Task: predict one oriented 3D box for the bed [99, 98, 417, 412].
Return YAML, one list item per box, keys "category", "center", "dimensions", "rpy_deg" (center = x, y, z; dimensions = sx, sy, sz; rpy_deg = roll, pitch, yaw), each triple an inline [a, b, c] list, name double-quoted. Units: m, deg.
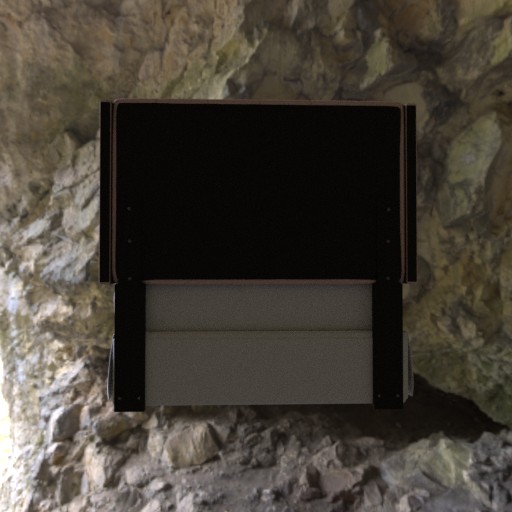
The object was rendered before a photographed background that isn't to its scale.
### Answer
- category: "bed"
  center: [0.000, 0.000, 3.384]
  dimensions: [1.719, 1.665, 2.066]
  rpy_deg: [0, -1, -2]
